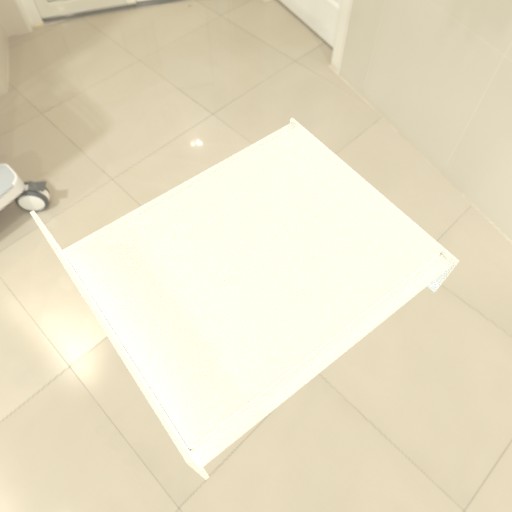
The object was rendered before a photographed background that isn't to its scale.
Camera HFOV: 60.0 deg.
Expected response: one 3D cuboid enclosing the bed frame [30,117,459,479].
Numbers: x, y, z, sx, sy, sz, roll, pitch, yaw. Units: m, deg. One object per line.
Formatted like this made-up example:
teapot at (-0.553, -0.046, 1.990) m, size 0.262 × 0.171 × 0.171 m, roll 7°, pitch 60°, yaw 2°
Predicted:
bed frame at (0.000, 0.000, 2.806) m, size 1.960 × 0.800 × 1.622 m, roll -33°, pitch 64°, yaw -18°
